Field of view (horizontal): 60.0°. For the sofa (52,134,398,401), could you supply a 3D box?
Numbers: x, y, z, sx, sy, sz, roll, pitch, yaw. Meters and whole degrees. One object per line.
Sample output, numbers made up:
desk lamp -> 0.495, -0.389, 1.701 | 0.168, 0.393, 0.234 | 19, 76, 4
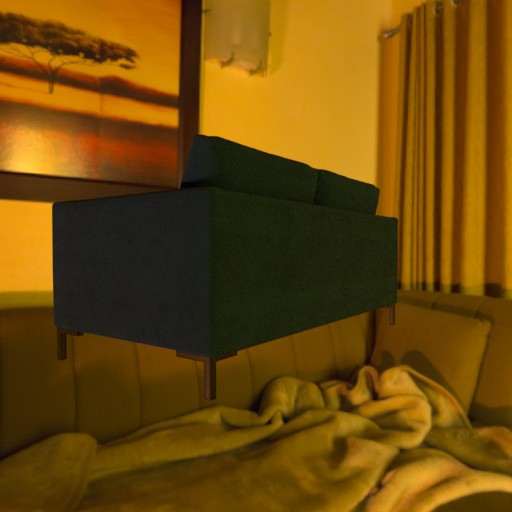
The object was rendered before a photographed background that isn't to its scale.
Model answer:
sofa -> 0.000, 0.000, 2.185 | 0.875, 0.817, 1.676 | 1, 1, 36
